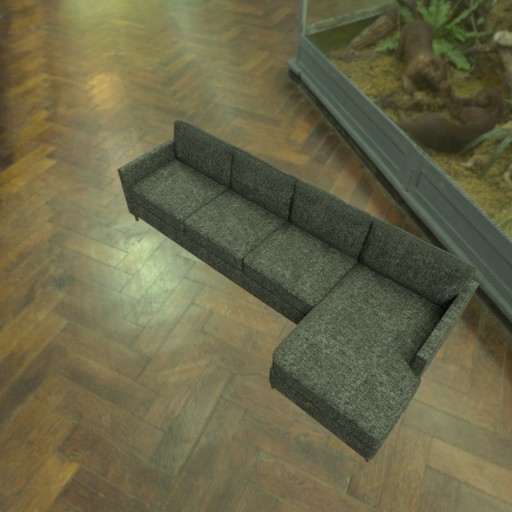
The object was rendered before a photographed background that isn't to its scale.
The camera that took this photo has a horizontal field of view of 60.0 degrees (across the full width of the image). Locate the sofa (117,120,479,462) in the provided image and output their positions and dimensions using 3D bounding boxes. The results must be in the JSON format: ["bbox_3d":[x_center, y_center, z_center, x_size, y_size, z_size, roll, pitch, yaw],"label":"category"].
[{"bbox_3d":[0.000,0.000,3.967,3.384,0.970,1.488,32,55,26],"label":"sofa"}]
